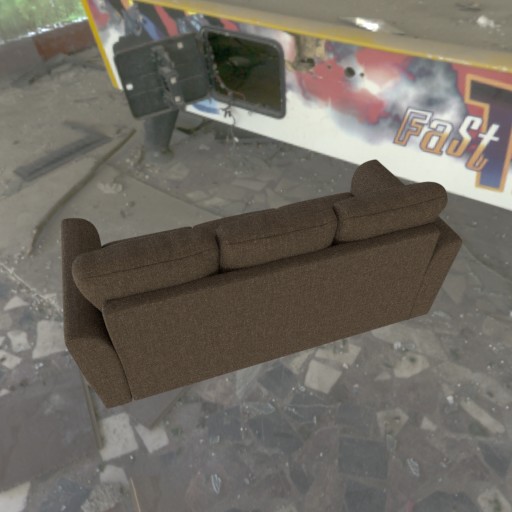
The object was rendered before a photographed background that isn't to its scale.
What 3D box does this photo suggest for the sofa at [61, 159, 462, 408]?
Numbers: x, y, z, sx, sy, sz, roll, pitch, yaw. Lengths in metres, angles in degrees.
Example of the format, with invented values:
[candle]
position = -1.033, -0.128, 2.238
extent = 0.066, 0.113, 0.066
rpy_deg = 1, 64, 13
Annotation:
[sofa]
position = 0.000, 0.000, 2.328
extent = 1.847, 0.891, 0.837
rpy_deg = -13, 44, -14
